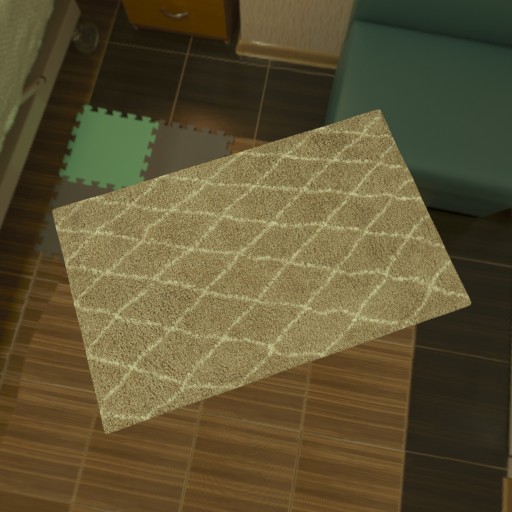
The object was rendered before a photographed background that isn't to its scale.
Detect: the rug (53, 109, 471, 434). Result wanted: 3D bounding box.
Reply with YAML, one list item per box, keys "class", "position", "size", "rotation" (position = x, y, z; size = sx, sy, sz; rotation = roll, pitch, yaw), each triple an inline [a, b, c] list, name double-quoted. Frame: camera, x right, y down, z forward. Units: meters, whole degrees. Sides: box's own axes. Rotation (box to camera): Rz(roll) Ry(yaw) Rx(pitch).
- class: "rug"
  position: [0.000, 0.000, 2.959]
  size: [2.438, 0.030, 1.524]
  rotation: [-18, 76, -5]
